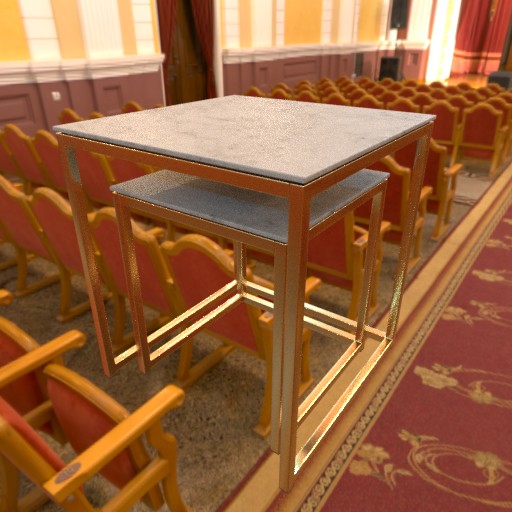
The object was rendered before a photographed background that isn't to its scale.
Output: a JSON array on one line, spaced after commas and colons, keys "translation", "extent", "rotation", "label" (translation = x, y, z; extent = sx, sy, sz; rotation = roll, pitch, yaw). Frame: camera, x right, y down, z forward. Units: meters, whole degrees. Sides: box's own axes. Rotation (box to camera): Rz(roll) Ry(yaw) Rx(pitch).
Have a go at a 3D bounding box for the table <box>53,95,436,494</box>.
[{"translation": [0.000, 0.000, 0.841], "extent": [0.450, 0.500, 0.450], "rotation": [18, 32, 32], "label": "table"}]
